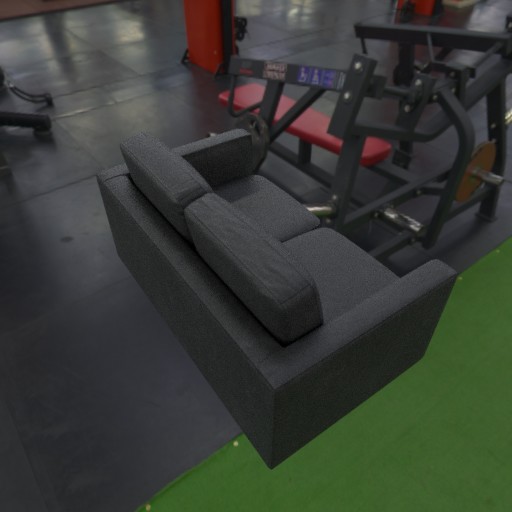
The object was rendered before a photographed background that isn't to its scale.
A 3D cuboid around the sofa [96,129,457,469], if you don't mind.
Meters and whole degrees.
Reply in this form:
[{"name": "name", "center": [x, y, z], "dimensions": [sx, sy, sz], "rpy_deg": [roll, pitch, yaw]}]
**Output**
[{"name": "sofa", "center": [0.000, 0.000, 2.022], "dimensions": [0.879, 0.899, 1.430], "rpy_deg": [-25, 48, -25]}]
